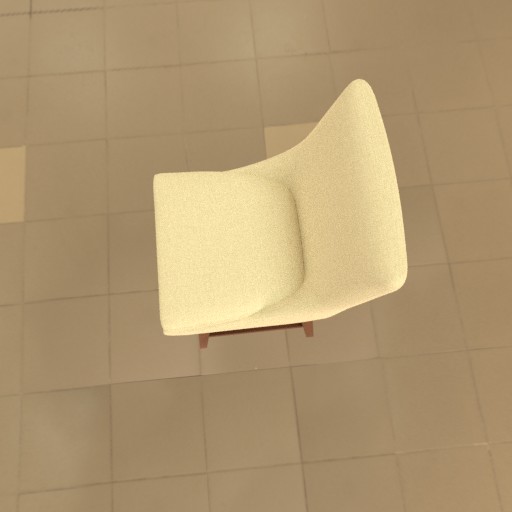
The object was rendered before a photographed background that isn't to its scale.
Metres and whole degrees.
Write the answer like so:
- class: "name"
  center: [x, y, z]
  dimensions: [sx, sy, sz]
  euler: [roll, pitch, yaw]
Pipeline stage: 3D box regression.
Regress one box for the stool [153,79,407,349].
- class: "stool"
  center: [0.000, 0.000, 1.381]
  dimensions: [0.559, 1.097, 0.470]
  euler: [-6, 76, -1]
